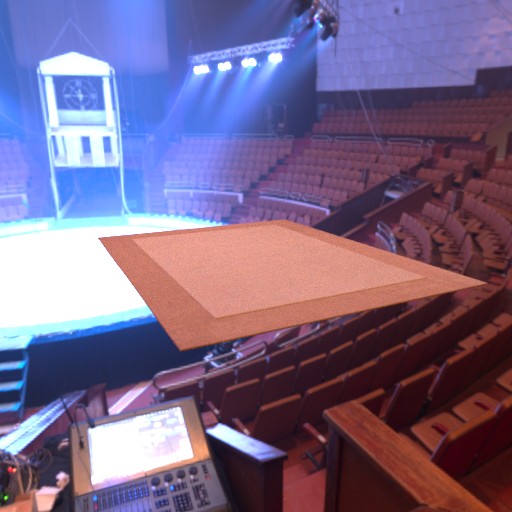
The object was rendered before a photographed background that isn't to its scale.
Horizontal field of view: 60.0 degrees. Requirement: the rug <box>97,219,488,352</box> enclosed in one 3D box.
[{"bbox_3d":[0.000,0.000,4.172,2.438,0.014,3.048,-8,17,-26],"label":"rug"}]
